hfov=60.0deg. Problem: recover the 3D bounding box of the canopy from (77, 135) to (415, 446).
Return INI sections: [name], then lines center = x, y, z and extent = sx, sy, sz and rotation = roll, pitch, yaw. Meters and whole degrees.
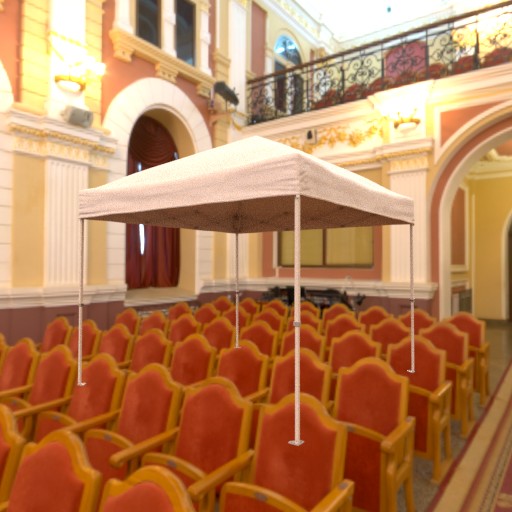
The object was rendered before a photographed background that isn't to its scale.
[canopy]
center = 0.000, 0.000, 5.486
extent = 2.998, 2.997, 2.996
rotation = -1, -2, 36
